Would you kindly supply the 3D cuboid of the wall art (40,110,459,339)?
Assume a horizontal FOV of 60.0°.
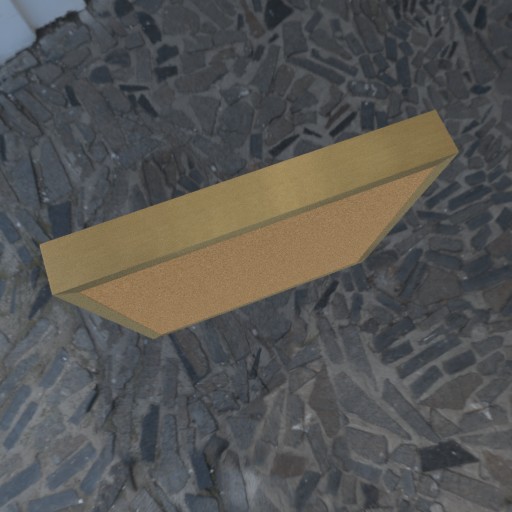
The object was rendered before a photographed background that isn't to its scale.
[{"bbox_3d":[0.000,0.000,0.462,0.304,0.305,0.038,-20,75,-6],"label":"wall art"}]
